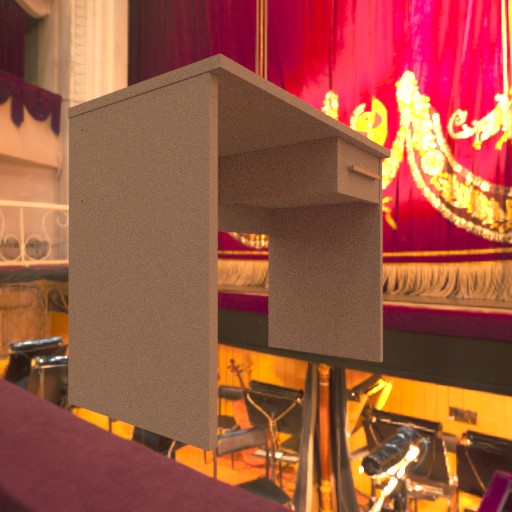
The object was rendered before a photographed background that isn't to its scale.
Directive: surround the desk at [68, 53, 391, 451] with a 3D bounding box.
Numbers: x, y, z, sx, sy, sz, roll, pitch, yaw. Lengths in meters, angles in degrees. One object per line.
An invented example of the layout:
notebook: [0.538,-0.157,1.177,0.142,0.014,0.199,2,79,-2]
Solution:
desk: [0.000,0.000,1.312,0.498,0.729,0.900,0,0,36]
